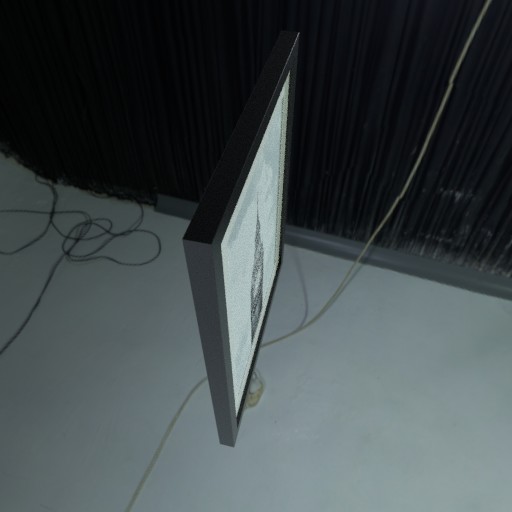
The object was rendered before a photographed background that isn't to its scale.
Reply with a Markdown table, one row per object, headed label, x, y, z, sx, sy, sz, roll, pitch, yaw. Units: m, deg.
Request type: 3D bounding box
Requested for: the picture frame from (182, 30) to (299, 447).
| label | x | y | z | sx | sy | sz | roll | pitch | yaw |
| --- | --- | --- | --- | --- | --- | --- | --- | --- | --- |
| picture frame | 0.000 | 0.000 | 0.757 | 0.028 | 0.556 | 0.460 | 10 | 50 | 9 |
